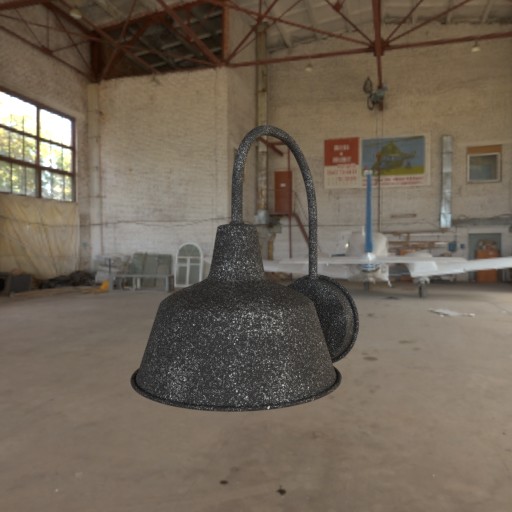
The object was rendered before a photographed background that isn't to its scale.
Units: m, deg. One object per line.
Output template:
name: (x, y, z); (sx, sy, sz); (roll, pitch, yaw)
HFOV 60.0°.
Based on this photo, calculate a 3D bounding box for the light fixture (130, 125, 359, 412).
light fixture: (0.000, 0.000, 0.491); (0.216, 0.300, 0.283); (1, 1, 36)
